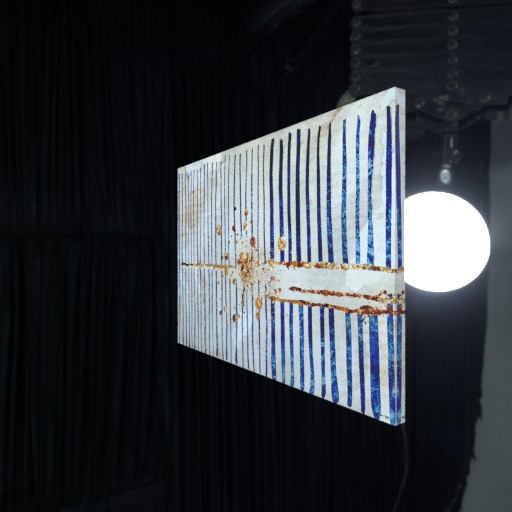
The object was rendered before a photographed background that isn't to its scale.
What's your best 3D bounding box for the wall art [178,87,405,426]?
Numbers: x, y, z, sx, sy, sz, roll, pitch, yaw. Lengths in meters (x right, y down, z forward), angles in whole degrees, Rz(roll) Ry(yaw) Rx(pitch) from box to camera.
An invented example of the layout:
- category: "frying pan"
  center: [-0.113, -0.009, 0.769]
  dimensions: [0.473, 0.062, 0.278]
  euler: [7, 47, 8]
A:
- category: "wall art"
  center: [0.000, 0.000, 1.181]
  dimensions: [0.030, 0.609, 0.919]
  euler: [0, 0, -35]
